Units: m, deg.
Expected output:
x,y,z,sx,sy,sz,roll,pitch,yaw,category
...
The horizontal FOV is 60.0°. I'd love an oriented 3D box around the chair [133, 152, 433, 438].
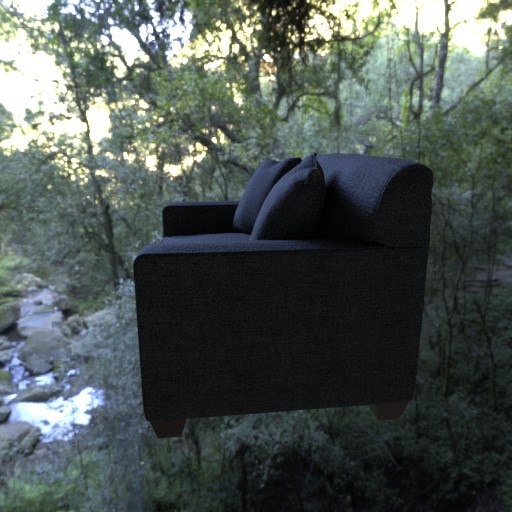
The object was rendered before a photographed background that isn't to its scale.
x,y,z,sx,sy,sz,roll,pitch,yaw,category
0.000,0.000,2.082,1.000,0.948,1.383,-2,14,-7,chair
